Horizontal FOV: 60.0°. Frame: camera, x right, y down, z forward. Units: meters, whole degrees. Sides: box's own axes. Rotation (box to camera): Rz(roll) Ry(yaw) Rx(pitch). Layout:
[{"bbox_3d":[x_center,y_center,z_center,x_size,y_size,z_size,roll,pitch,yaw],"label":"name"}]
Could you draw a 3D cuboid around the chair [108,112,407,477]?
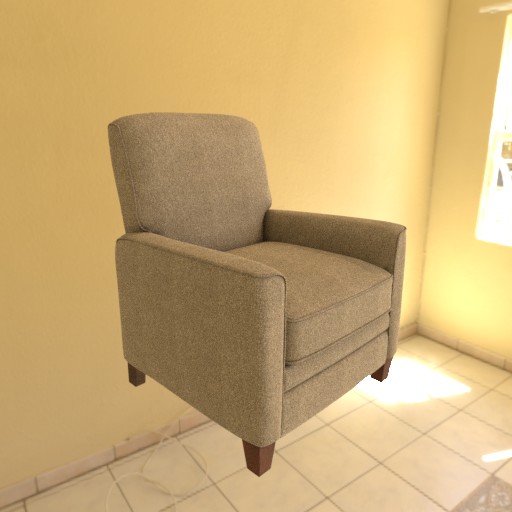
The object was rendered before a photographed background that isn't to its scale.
[{"bbox_3d":[0.000,0.000,1.646,0.858,1.028,0.841,15,22,42],"label":"chair"}]
